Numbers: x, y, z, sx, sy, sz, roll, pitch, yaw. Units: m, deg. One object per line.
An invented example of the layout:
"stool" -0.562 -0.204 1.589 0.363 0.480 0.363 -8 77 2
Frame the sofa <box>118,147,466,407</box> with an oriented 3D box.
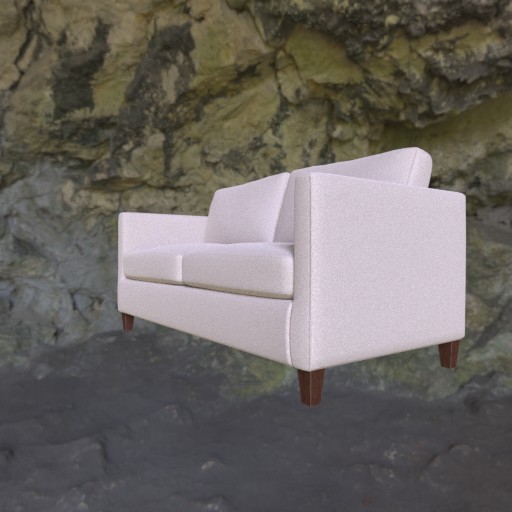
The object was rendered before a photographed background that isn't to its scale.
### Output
"sofa" 0.000 0.000 2.210 0.873 0.888 1.722 0 0 -36
